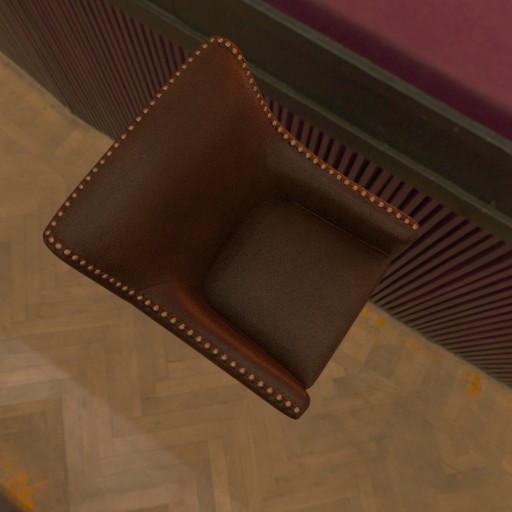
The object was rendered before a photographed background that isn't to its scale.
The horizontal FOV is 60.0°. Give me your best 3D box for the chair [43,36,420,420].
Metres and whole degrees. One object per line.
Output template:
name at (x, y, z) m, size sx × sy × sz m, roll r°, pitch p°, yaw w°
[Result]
chair at (0.000, 0.000, 1.311) m, size 0.704 × 0.813 × 0.639 m, roll 34°, pitch 78°, yaw 8°
